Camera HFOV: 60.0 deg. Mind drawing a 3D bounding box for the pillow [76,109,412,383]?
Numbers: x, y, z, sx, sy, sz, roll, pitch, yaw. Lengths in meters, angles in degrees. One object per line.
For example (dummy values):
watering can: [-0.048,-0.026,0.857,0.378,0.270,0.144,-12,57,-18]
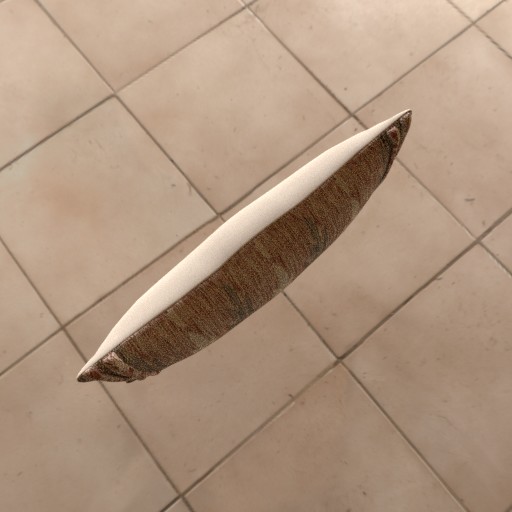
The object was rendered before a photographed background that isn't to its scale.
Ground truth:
pillow: [0.000,0.000,0.747,0.635,0.282,0.139,-39,79,-9]
